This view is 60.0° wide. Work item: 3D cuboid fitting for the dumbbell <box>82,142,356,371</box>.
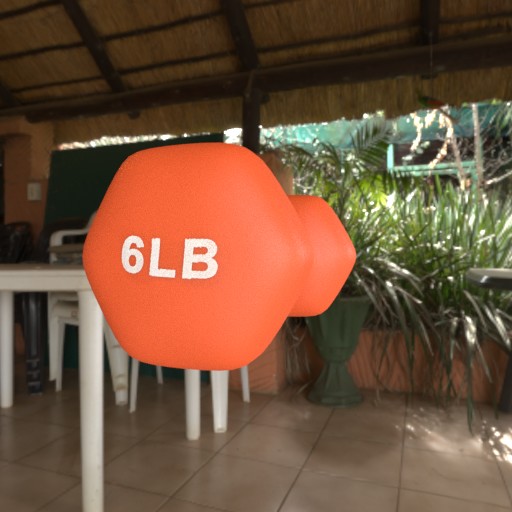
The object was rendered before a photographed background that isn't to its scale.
[{"bbox_3d":[0.000,0.000,0.206,0.079,0.071,0.162,0,0,19],"label":"dumbbell"}]
